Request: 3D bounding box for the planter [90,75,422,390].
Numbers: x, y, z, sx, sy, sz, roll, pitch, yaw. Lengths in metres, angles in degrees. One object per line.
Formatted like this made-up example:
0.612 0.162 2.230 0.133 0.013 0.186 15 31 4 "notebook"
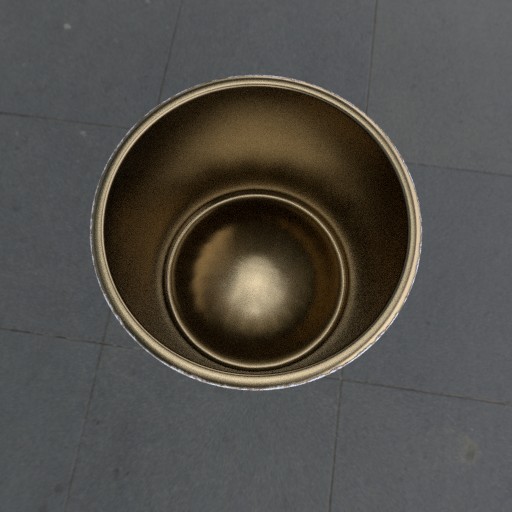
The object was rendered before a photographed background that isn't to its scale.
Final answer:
0.000 0.000 0.385 0.221 0.201 0.221 0 75 0 "planter"
